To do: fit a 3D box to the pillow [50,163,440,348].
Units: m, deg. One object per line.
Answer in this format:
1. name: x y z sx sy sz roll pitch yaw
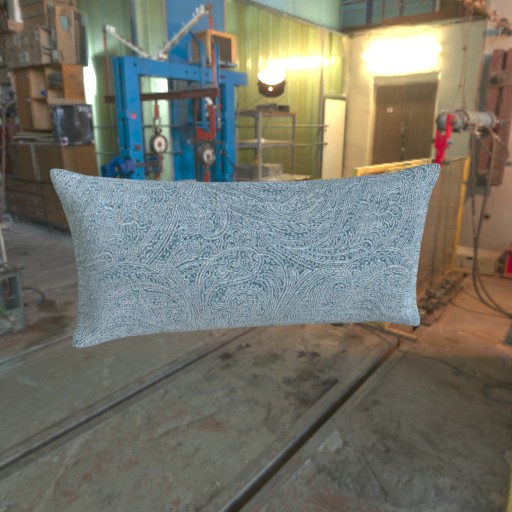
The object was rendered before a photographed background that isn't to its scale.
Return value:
1. pillow: 0.000 0.000 0.734 0.615 0.295 0.151 -2 16 -7
